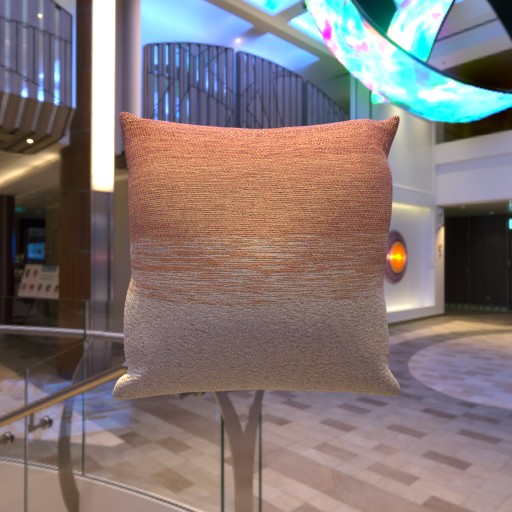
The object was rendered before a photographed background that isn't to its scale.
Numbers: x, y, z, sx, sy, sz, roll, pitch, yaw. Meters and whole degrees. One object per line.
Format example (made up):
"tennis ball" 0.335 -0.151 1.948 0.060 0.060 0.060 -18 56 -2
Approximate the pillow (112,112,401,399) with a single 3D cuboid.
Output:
"pillow" 0.000 0.000 0.673 0.440 0.441 0.182 0 -1 0
